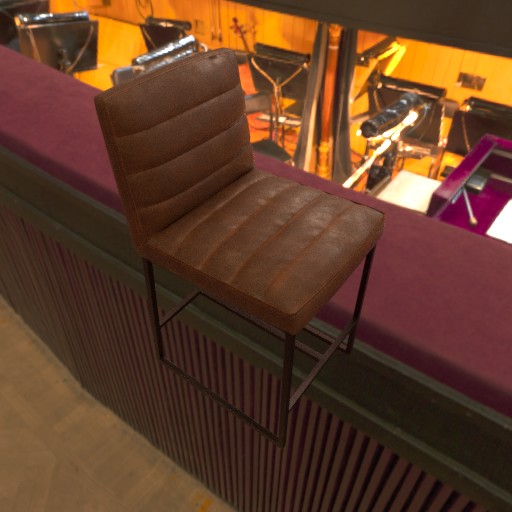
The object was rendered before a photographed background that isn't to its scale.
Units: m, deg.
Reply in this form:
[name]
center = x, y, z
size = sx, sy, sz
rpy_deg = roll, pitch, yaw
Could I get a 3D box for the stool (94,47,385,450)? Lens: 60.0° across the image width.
[stool]
center = 0.000, 0.000, 1.248
size = 0.562, 0.942, 0.463
rpy_deg = 26, 47, 27
